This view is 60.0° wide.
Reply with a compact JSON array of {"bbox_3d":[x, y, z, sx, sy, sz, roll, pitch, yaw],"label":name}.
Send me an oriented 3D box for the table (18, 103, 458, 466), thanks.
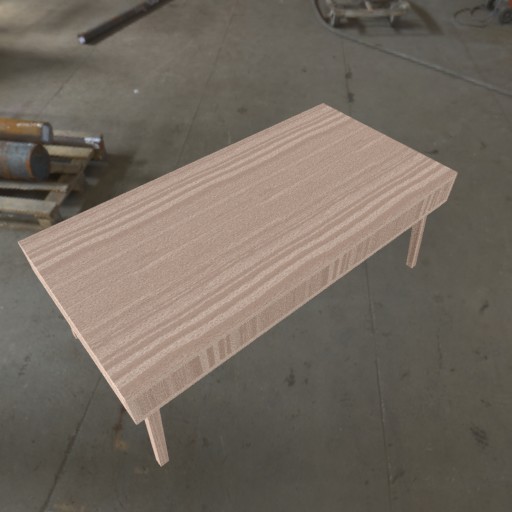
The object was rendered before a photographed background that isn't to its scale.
[{"bbox_3d":[0.000,0.000,1.483,1.200,0.450,0.600,-32,54,-26],"label":"table"}]
